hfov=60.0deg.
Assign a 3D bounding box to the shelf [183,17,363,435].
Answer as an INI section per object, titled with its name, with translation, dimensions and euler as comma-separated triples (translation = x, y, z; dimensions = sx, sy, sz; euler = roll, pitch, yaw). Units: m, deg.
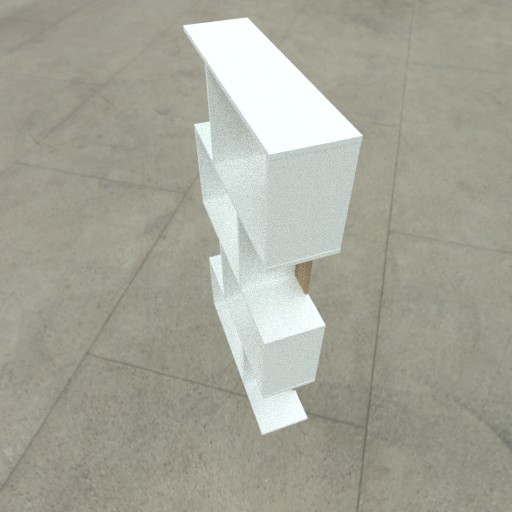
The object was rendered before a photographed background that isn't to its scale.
[shelf]
translation = 0.000, 0.000, 1.956
dimensions = 0.250, 1.650, 0.890
euler = -14, 48, -13
